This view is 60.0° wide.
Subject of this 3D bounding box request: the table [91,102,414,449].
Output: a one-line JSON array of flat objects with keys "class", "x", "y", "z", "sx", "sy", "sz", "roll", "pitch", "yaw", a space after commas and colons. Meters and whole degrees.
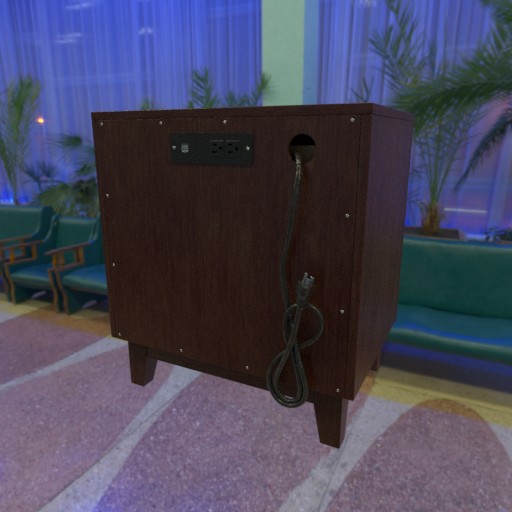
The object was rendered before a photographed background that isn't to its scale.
[{"class": "table", "x": 0.000, "y": 0.000, "z": 0.989, "sx": 0.557, "sy": 0.609, "sz": 0.449, "roll": 8, "pitch": 17, "yaw": 26}]
